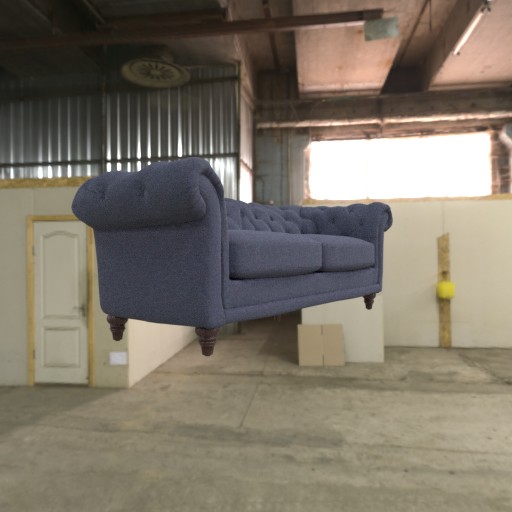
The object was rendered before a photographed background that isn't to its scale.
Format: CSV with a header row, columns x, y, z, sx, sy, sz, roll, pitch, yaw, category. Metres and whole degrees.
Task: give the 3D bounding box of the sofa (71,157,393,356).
x,y,z,sx,sy,sz,roll,pitch,yaw,category
0.000,0.000,2.891,1.046,0.836,2.335,1,1,36,sofa
